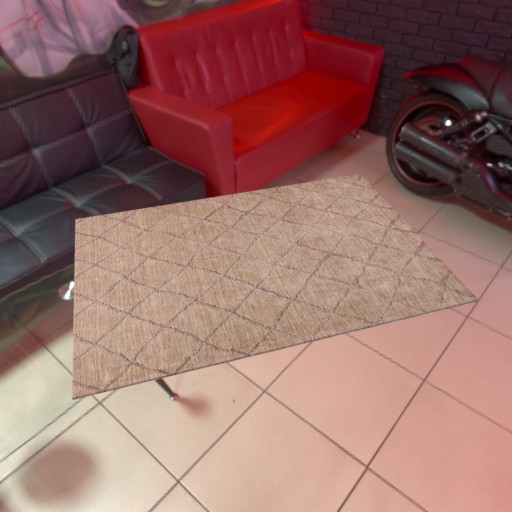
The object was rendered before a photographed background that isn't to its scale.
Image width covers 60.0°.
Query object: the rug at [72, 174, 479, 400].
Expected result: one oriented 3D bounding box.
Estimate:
[{"bbox_3d":[0.000,0.000,2.913,2.280,0.015,1.521,-11,42,-12],"label":"rug"}]
